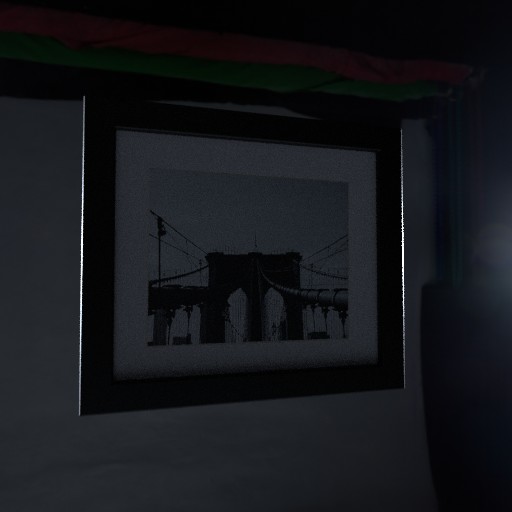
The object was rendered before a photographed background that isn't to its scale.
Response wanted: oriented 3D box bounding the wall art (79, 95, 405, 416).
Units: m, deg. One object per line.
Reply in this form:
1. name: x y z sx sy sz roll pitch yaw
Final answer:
1. wall art: 0.000 0.000 0.521 0.380 0.330 0.028 1 -2 -16
